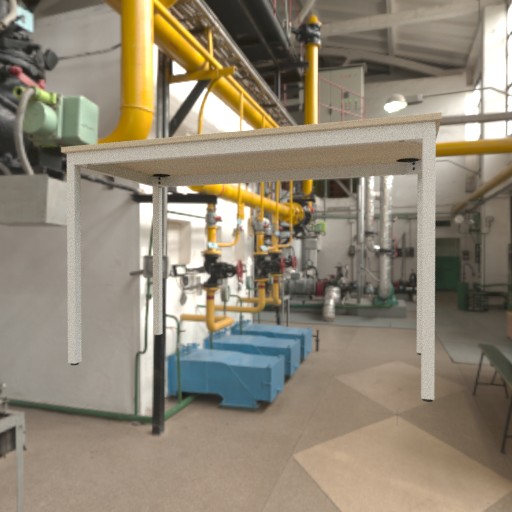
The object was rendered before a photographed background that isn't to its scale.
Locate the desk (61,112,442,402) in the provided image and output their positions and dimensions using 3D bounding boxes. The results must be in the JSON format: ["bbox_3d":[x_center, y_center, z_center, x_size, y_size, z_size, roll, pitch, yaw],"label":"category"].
[{"bbox_3d":[0.000,0.000,1.608,1.200,0.750,0.600,0,1,19],"label":"desk"}]
